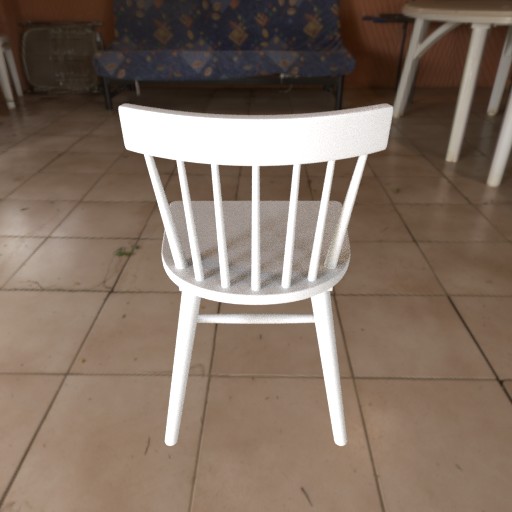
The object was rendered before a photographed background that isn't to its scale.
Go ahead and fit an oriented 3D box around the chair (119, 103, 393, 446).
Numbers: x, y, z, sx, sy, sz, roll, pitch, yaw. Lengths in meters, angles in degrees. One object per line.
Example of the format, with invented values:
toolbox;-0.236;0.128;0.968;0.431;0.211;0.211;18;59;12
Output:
chair;0.000;0.000;1.095;0.483;0.787;0.500;0;31;0
